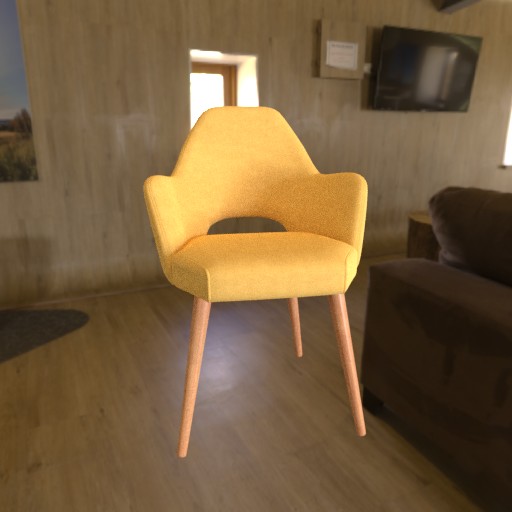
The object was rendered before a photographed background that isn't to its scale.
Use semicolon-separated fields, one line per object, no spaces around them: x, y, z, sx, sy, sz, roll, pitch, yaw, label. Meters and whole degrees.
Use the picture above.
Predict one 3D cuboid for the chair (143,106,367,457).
0.000;0.000;1.258;0.590;0.840;0.610;-3;15;-10;chair
